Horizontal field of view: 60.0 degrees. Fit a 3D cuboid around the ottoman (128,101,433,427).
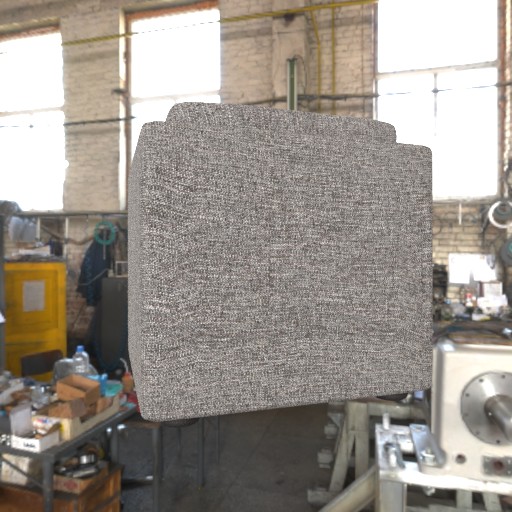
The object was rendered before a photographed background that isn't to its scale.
[{"bbox_3d":[0.000,0.000,0.835,0.450,0.460,0.450,0,0,-18],"label":"ottoman"}]
